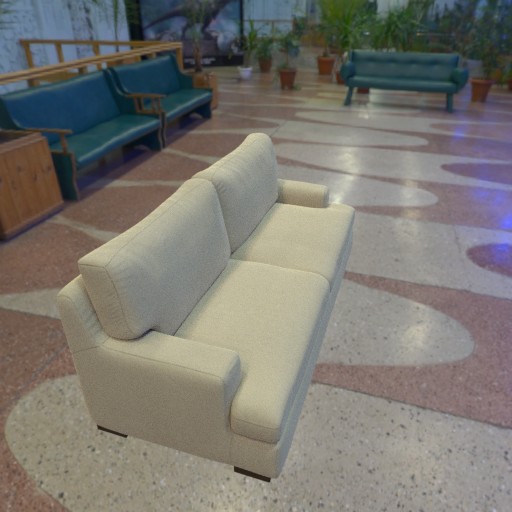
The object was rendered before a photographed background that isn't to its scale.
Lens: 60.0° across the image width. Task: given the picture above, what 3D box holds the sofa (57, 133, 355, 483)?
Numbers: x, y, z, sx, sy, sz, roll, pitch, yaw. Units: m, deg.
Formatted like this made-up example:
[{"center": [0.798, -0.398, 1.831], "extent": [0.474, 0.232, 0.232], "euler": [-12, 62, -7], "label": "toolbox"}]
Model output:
[{"center": [0.000, 0.000, 2.589], "extent": [0.929, 0.925, 2.147], "euler": [9, 31, 16], "label": "sofa"}]
